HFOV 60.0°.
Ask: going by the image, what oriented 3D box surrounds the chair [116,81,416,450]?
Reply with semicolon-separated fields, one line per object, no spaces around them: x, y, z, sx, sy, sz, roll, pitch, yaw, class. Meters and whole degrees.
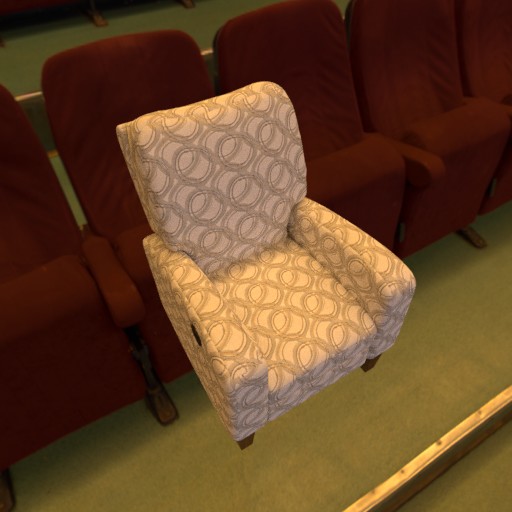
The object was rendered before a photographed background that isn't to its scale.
0.000;0.000;1.798;0.796;1.065;0.995;-24;51;-21;chair
